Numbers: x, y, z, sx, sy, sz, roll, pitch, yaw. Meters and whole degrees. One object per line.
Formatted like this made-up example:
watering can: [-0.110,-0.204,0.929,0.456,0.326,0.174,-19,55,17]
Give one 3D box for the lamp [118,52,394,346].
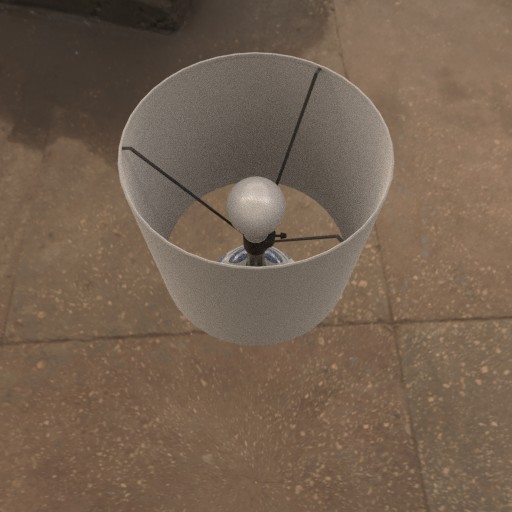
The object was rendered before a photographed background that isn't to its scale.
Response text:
lamp: [0.000,0.000,0.517,0.215,0.381,0.215,-1,63,0]
